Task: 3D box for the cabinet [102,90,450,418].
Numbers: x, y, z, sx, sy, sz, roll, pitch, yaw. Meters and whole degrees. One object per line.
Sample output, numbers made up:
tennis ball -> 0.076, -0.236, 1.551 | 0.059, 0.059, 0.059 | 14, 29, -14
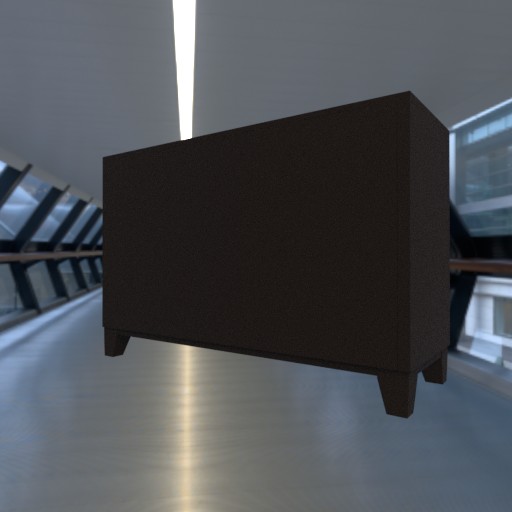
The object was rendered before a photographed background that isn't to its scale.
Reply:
cabinet -> 0.000, 0.000, 1.831 | 1.396, 0.914, 0.482 | 0, 0, 36
